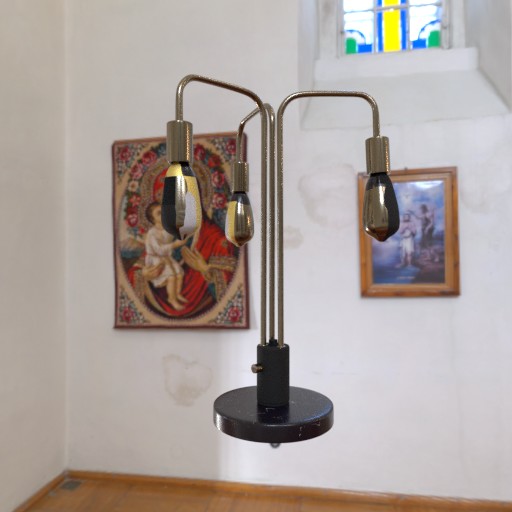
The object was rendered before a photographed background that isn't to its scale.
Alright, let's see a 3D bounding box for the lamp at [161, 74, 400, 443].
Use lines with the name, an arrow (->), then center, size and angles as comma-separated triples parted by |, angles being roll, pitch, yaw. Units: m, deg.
lamp -> 0.000, 0.000, 0.777 | 0.368, 0.560, 0.355 | 0, 0, -36
